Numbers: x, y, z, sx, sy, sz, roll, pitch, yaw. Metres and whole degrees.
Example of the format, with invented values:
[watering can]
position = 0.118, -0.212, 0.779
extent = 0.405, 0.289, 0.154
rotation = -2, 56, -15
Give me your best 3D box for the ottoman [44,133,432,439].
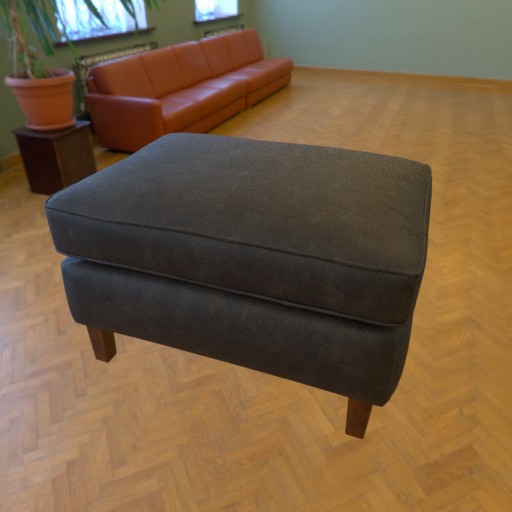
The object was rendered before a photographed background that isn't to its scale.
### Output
[ottoman]
position = 0.000, 0.000, 0.959
extent = 0.665, 0.413, 0.501
rotation = 11, 33, 17
